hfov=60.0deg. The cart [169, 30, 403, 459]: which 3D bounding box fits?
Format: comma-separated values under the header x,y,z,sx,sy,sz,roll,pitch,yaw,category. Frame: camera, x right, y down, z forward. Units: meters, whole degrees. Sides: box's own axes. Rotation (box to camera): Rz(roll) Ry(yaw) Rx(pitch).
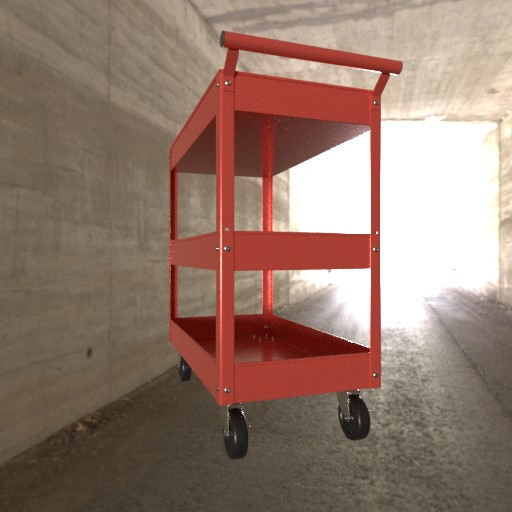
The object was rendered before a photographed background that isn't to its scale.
x,y,z,sx,sy,sz,roll,pitch,yaw,category
0.000,0.000,1.155,0.366,0.780,0.719,0,0,-19,cart
